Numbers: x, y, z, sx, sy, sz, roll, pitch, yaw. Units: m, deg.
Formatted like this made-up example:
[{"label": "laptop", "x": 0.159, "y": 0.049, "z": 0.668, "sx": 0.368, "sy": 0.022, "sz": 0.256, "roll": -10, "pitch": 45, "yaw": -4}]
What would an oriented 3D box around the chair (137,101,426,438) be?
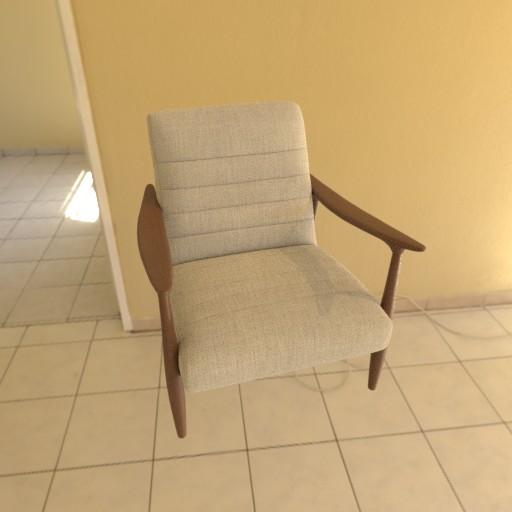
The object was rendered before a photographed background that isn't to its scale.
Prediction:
[{"label": "chair", "x": 0.000, "y": 0.000, "z": 1.476, "sx": 0.741, "sy": 0.832, "sz": 0.798, "roll": -9, "pitch": 32, "yaw": -14}]
